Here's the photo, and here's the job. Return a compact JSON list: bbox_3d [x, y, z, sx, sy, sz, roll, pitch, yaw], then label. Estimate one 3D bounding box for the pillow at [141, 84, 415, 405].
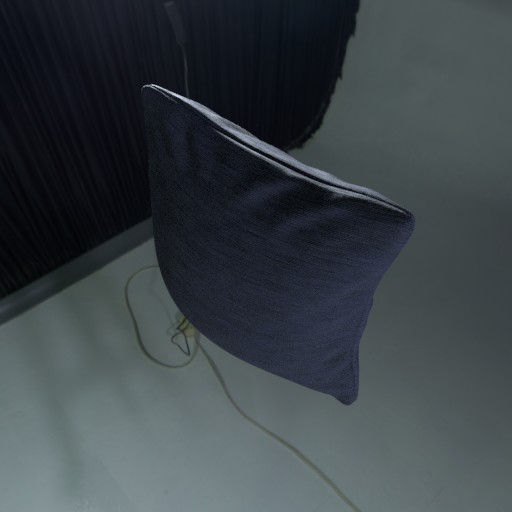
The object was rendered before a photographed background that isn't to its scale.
[{"bbox_3d":[0.000,0.000,0.679,0.432,0.414,0.246,34,55,27],"label":"pillow"}]
